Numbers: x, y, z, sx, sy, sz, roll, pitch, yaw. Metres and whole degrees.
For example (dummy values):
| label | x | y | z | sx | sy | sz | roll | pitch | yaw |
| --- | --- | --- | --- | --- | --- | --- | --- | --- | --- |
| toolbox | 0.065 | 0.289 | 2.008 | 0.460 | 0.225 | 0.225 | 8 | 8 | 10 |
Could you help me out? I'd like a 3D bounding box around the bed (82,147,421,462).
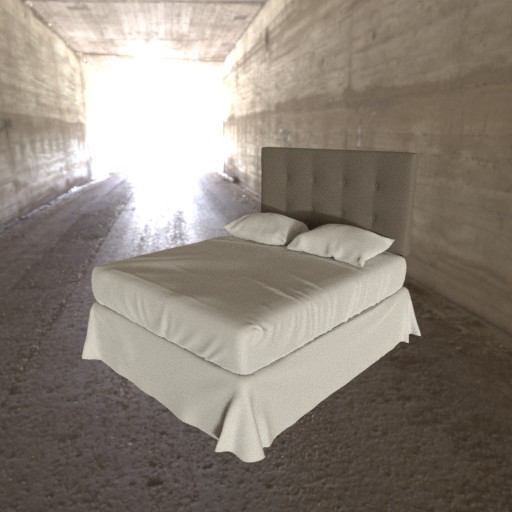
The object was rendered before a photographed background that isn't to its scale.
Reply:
| label | x | y | z | sx | sy | sz | roll | pitch | yaw |
| --- | --- | --- | --- | --- | --- | --- | --- | --- | --- |
| bed | 0.000 | 0.000 | 3.506 | 1.936 | 1.577 | 2.222 | 15 | 22 | 41 |
